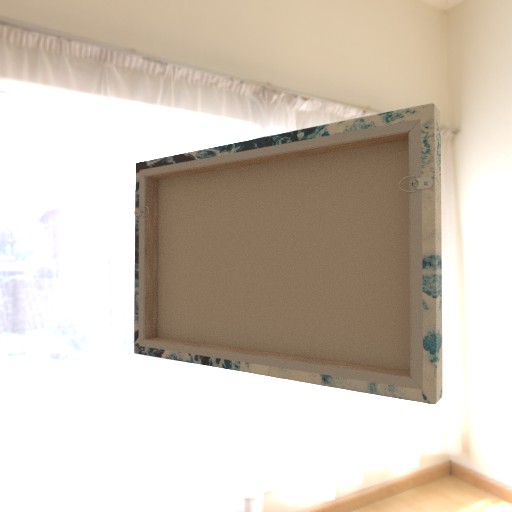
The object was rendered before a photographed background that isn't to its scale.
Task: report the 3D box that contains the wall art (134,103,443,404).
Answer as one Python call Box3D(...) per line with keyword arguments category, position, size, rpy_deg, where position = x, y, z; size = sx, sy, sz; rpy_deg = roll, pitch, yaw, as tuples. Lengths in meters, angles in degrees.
Box3D(category="wall art", position=(0.000, 0.000, 0.781), size=(0.609, 0.407, 0.043), rpy_deg=(-1, -1, 35))
